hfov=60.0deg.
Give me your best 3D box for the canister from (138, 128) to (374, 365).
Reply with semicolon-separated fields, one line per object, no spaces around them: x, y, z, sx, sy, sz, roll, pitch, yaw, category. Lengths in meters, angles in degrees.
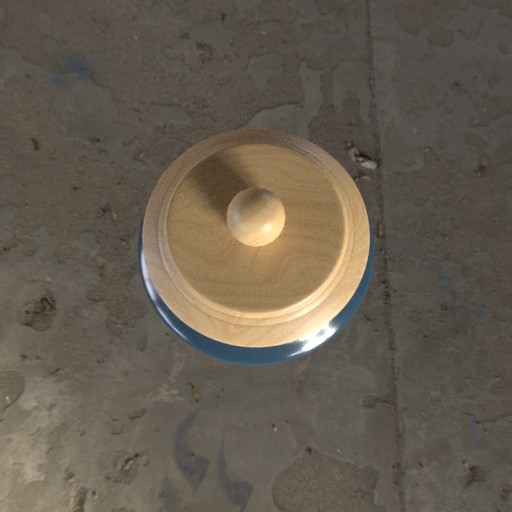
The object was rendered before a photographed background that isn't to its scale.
0.000;0.000;0.271;0.130;0.176;0.130;0;77;0;canister
